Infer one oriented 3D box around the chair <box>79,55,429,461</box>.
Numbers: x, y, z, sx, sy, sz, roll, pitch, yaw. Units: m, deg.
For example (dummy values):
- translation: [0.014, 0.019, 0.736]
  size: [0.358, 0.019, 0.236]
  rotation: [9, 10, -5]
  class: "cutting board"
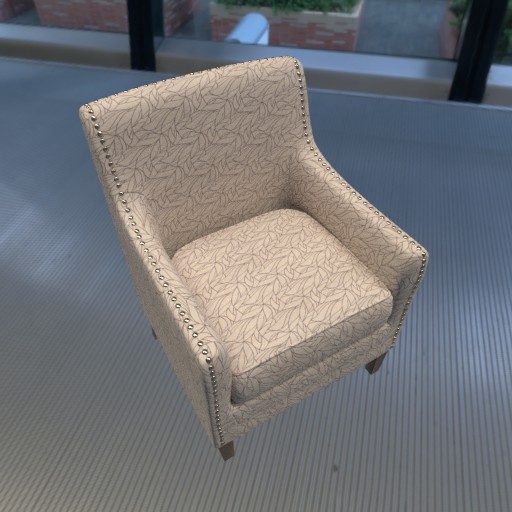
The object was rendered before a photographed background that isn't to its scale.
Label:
- translation: [0.000, 0.000, 1.243]
  size: [0.623, 0.816, 0.651]
  rotation: [-23, 50, -21]
  class: "chair"
